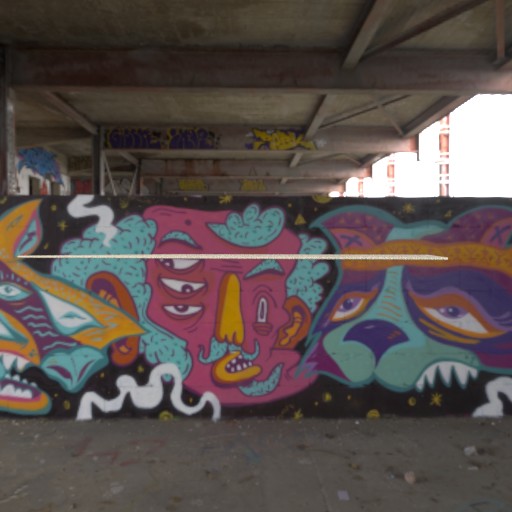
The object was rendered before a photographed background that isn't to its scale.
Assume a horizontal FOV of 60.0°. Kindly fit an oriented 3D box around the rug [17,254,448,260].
[{"bbox_3d":[0.000,0.000,4.063,3.050,0.015,2.441,0,1,19],"label":"rug"}]
